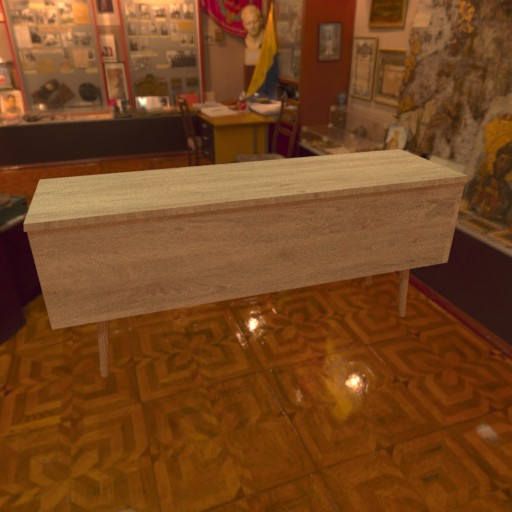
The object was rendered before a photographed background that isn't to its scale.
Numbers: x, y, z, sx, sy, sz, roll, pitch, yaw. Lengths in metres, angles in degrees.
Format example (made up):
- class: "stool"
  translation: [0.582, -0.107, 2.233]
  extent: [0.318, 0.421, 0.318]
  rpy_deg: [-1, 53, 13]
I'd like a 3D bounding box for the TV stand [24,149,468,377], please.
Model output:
- class: "TV stand"
  translation: [0.000, 0.000, 1.546]
  extent: [1.313, 0.565, 0.401]
  rpy_deg: [-8, 28, -16]
